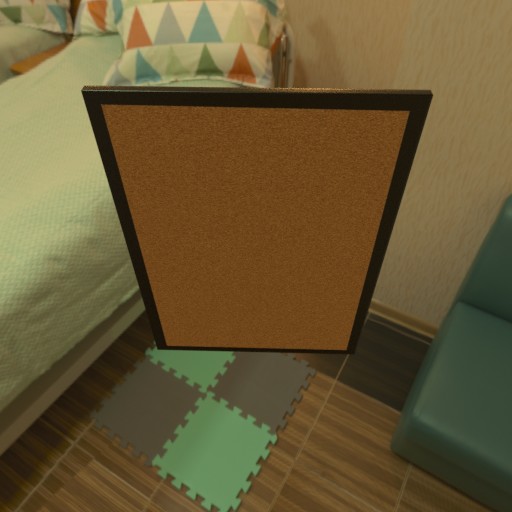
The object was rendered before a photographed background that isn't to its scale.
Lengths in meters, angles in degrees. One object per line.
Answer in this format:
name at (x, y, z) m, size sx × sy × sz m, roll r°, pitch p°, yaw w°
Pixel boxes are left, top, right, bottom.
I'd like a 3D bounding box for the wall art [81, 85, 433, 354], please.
wall art at (0.000, 0.000, 0.846) m, size 0.480 × 0.657 × 0.016 m, roll 1°, pitch 46°, yaw 1°
